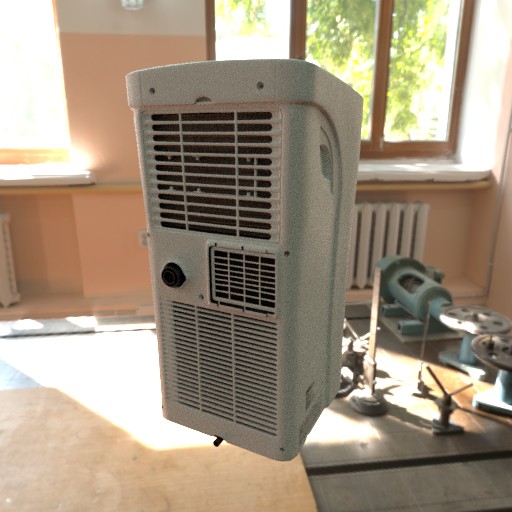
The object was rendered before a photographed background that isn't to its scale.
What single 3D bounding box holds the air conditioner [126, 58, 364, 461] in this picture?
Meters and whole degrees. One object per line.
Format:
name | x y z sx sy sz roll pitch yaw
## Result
air conditioner | 0.000 0.000 0.930 0.352 0.716 0.369 8 18 27
